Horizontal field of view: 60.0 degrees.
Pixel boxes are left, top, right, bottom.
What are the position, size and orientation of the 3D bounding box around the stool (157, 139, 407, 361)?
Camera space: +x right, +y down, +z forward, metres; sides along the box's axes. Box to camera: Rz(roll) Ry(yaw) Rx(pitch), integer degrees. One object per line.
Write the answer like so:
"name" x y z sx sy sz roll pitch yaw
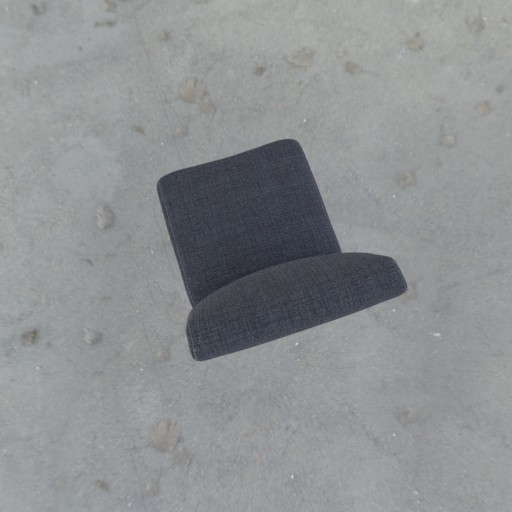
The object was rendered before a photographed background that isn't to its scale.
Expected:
"stool" 0.000 0.000 1.383 0.483 1.112 0.570 -18 76 -4
